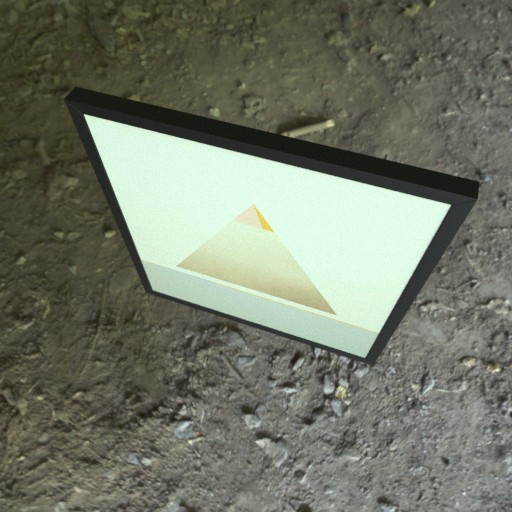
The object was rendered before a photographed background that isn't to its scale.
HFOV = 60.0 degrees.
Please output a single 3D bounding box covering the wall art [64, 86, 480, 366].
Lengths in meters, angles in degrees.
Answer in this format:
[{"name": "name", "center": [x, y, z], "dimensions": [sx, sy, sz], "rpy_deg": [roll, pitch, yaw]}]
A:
[{"name": "wall art", "center": [0.000, 0.000, 0.741], "dimensions": [0.513, 0.511, 0.028], "rpy_deg": [16, 58, 11]}]
